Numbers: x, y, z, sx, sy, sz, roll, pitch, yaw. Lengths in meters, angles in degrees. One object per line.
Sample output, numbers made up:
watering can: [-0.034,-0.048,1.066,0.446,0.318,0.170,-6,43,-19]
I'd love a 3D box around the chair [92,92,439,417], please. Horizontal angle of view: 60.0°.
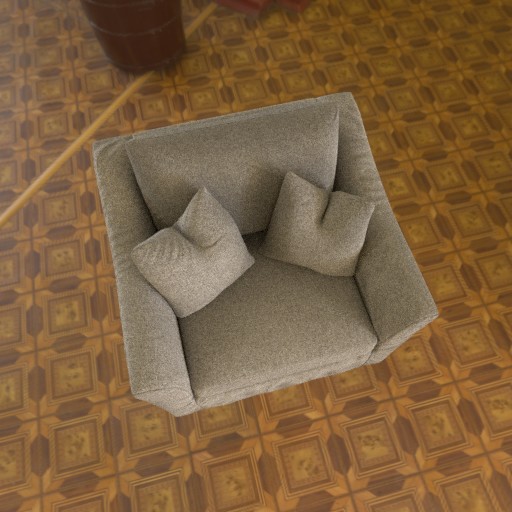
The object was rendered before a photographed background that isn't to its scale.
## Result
chair: [0.000,0.000,2.034,1.194,1.059,1.071,-13,64,-6]
